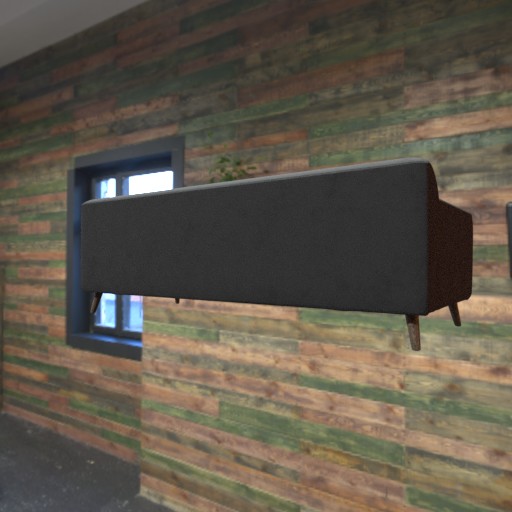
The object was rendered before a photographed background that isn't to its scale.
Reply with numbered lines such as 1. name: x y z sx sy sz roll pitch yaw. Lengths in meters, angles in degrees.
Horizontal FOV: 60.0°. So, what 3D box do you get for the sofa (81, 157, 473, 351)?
1. sofa: 0.000 0.000 2.613 2.190 0.740 0.900 0 -1 36
